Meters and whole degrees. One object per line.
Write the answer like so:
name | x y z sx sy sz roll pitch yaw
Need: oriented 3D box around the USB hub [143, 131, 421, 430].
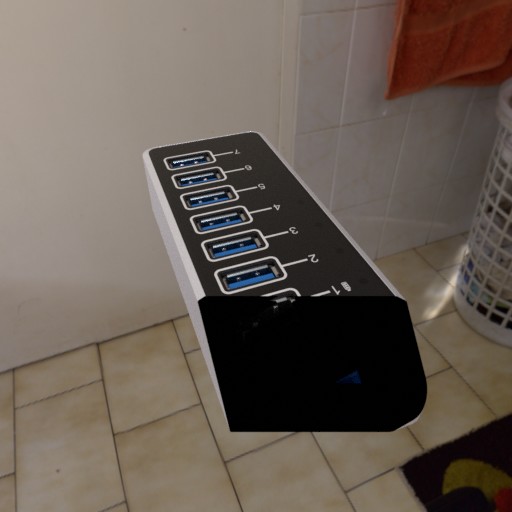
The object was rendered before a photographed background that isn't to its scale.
USB hub | 0.000 0.000 0.128 0.044 0.023 0.110 -14 43 -15
